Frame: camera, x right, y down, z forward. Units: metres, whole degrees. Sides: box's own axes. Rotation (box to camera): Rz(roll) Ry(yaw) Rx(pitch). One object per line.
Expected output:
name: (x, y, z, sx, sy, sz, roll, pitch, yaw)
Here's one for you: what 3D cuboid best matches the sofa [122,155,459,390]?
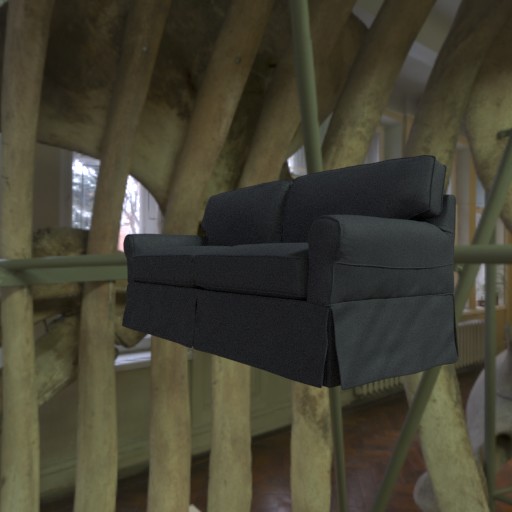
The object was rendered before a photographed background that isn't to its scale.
sofa: (0.000, 0.000, 2.895, 0.983, 1.094, 2.256, 0, 0, -39)
